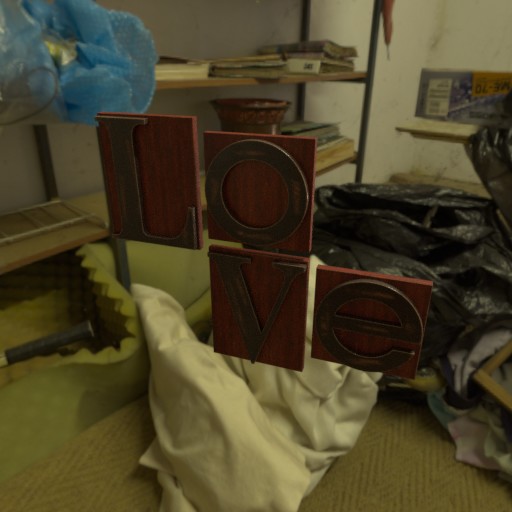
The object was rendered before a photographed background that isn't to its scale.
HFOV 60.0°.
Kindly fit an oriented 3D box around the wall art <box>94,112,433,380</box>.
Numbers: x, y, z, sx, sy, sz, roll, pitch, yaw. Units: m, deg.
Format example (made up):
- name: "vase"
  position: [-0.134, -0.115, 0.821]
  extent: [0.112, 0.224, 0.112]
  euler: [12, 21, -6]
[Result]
- name: "wall art"
  position: [0.000, 0.000, 0.843]
  extent: [0.635, 0.497, 0.030]
  euler: [8, 26, 18]
